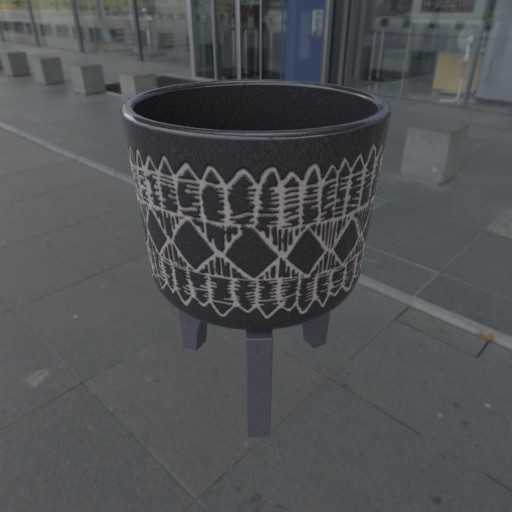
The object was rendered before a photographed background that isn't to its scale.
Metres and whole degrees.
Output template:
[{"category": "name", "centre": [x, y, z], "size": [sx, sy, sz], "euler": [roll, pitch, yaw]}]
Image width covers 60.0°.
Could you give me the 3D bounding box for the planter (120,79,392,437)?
[{"category": "planter", "centre": [0.000, 0.000, 0.261], "size": [0.129, 0.177, 0.129], "euler": [0, 30, 0]}]
